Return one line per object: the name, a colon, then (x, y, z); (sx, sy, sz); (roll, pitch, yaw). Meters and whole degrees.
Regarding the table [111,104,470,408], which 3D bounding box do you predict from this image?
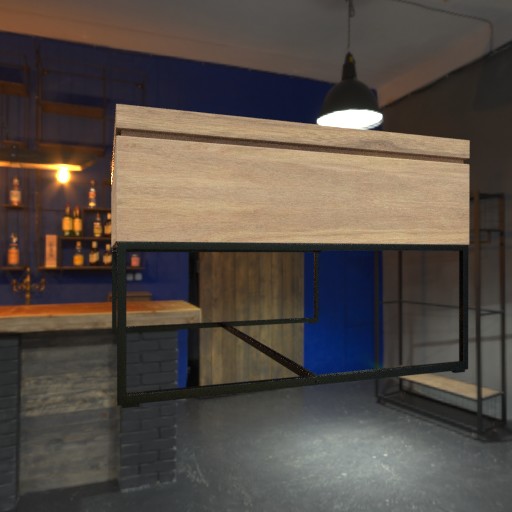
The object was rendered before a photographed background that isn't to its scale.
table: (0.000, 0.000, 1.101); (0.676, 0.464, 0.679); (0, 0, -19)
